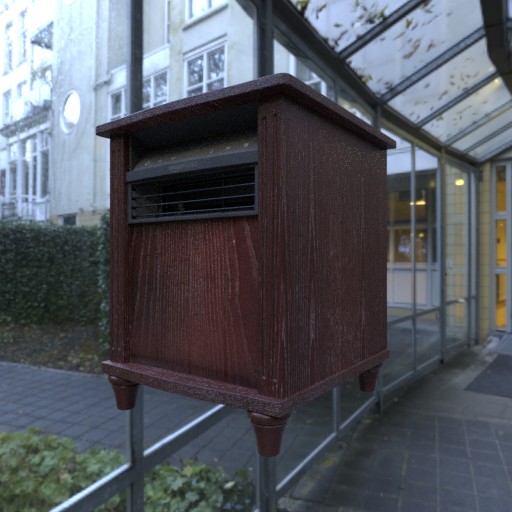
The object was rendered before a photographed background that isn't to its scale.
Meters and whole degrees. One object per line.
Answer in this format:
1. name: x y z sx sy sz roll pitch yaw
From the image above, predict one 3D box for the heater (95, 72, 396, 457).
1. heater: 0.000 0.000 0.754 0.362 0.481 0.400 0 0 36
